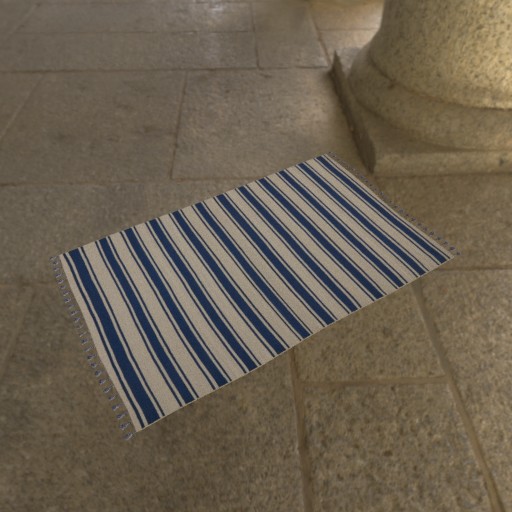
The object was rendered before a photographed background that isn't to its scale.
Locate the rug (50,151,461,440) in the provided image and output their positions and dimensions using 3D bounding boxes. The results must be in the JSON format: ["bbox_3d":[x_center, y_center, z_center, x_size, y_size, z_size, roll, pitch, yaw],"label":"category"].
[{"bbox_3d":[0.000,0.000,2.611,2.108,0.009,1.248,-24,52,-21],"label":"rug"}]
